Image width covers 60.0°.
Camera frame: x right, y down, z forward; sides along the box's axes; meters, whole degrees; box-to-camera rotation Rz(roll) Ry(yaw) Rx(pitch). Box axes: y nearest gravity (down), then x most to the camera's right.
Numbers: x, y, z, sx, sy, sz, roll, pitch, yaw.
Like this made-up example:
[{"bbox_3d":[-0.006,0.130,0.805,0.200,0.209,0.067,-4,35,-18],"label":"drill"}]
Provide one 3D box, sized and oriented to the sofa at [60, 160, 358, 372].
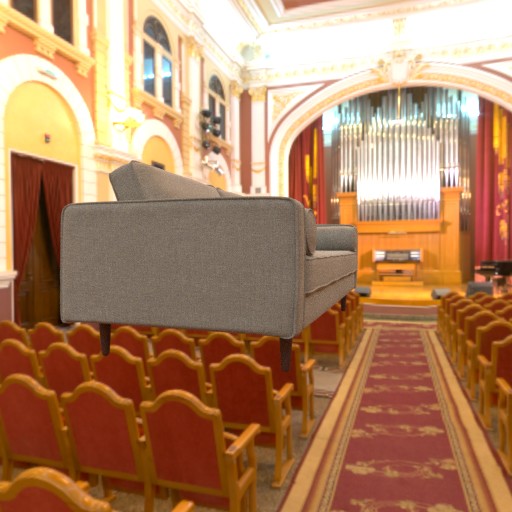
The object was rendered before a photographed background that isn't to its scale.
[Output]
[{"bbox_3d":[0.000,0.000,2.353,0.914,0.762,1.879,0,1,18],"label":"sofa"}]
